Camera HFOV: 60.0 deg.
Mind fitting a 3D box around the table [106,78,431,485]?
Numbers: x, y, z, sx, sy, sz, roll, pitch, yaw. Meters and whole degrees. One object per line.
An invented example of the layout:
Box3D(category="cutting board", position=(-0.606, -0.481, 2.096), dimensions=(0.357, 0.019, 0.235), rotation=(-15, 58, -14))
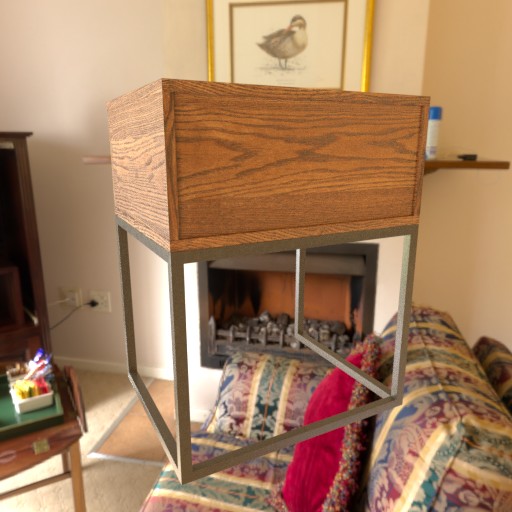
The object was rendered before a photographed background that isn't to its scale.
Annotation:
Box3D(category="table", position=(0.000, 0.000, 0.913), dimensions=(0.482, 0.610, 0.400), rotation=(-7, 16, -27))
